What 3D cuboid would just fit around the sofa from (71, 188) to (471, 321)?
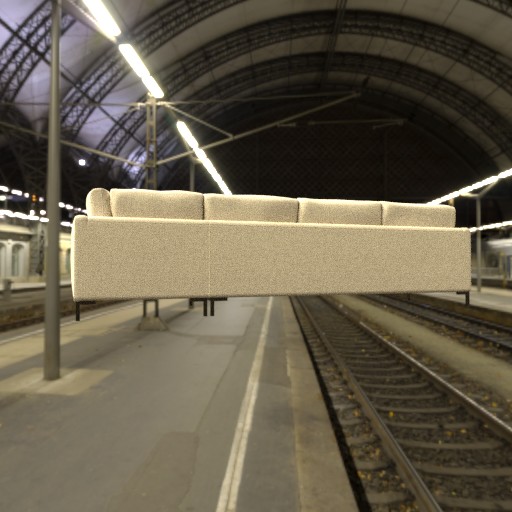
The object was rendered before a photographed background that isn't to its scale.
[{"bbox_3d":[0.000,0.000,3.958,2.949,0.815,2.007,0,-1,-18],"label":"sofa"}]
